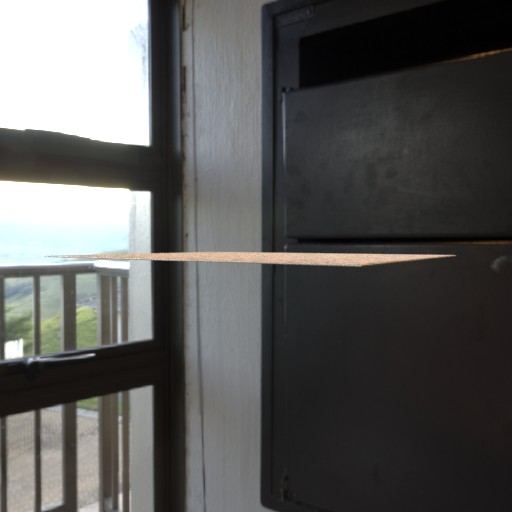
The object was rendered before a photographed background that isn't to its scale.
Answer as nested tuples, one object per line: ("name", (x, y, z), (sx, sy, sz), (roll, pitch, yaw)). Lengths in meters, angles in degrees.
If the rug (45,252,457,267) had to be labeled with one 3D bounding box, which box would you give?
("rug", (0.000, 0.000, 4.080), (2.980, 0.012, 2.363), (1, 2, 35))
